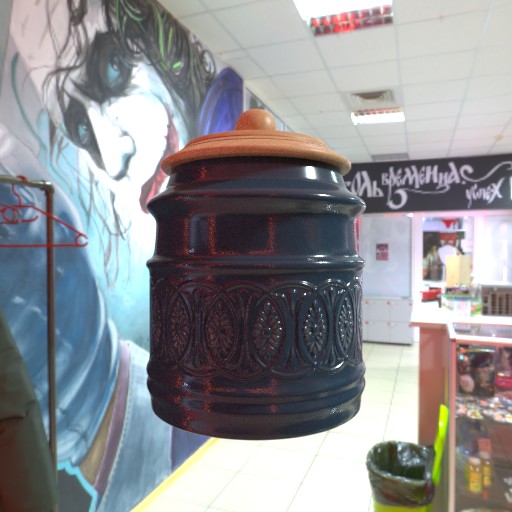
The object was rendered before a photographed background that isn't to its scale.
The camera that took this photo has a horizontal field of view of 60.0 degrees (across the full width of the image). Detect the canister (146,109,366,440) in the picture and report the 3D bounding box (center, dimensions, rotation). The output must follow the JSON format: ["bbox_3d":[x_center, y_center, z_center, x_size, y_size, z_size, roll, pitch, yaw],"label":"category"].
[{"bbox_3d":[0.000,0.000,0.269,0.130,0.176,0.130,0,1,0],"label":"canister"}]
